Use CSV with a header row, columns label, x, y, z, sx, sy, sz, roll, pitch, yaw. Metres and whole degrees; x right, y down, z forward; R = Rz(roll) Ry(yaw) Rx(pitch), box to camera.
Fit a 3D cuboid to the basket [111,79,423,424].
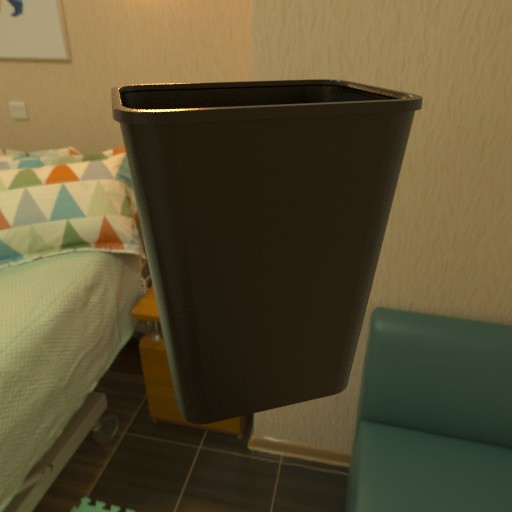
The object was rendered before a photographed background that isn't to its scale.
label,x,y,z,sx,sy,sz,roll,pitch,yaw
basket,0.000,0.000,0.742,0.394,0.521,0.287,-8,28,-15
